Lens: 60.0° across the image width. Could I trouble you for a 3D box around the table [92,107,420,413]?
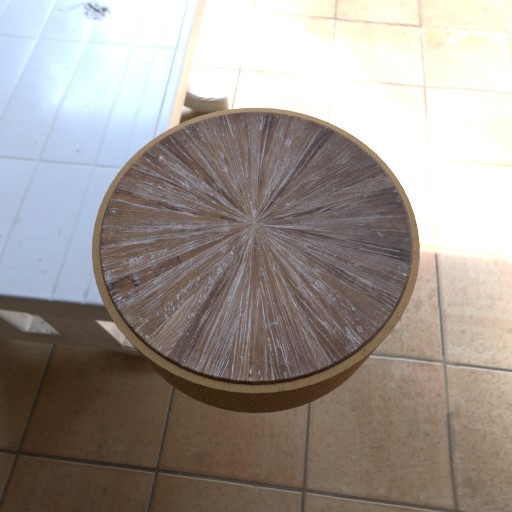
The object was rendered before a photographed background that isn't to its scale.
[{"bbox_3d":[0.000,0.000,1.547,1.001,0.409,1.001,0,63,0],"label":"table"}]
